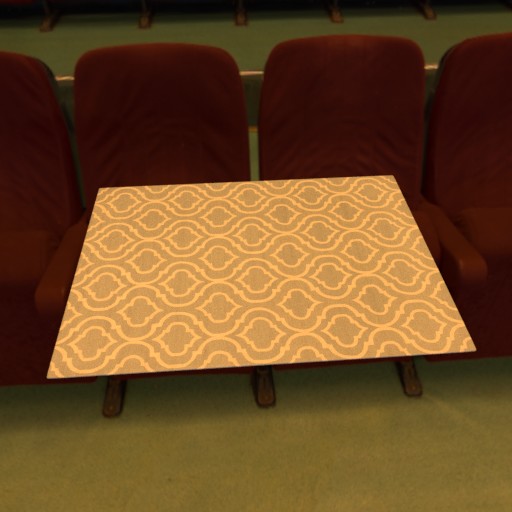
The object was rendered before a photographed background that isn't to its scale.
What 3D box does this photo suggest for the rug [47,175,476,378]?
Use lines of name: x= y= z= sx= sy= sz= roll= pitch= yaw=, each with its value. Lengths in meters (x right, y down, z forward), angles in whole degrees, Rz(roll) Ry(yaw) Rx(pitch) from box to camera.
rug: x=0.000 y=0.000 z=2.634 sx=2.080 sy=0.010 sz=1.451 roll=-3 pitch=46 yaw=-3
